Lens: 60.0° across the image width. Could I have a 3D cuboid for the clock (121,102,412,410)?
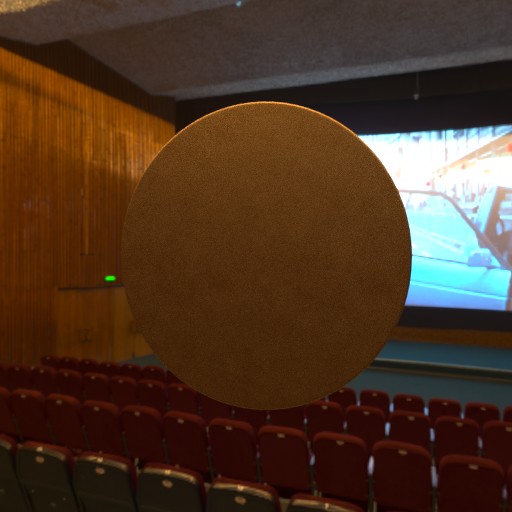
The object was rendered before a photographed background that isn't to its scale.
[{"bbox_3d":[0.000,0.000,0.471,0.314,0.314,0.040,0,1,20],"label":"clock"}]
